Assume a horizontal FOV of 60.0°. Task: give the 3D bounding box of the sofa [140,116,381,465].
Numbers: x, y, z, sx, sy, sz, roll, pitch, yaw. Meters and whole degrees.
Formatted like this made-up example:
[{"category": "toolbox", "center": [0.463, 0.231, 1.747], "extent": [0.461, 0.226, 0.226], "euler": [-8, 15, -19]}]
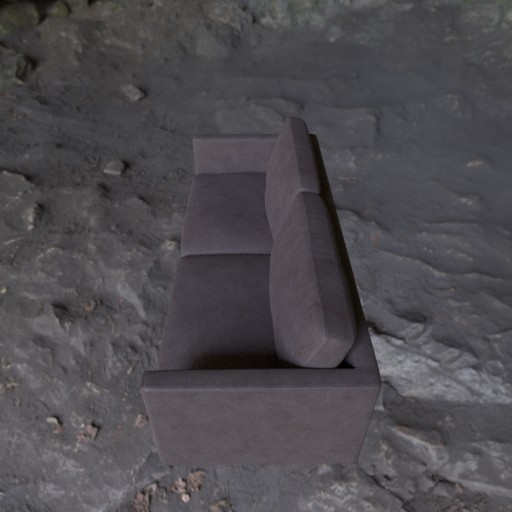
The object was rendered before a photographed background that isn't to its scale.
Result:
[{"category": "sofa", "center": [0.000, 0.000, 2.666], "extent": [0.951, 0.965, 2.208], "euler": [0, 40, -1]}]
